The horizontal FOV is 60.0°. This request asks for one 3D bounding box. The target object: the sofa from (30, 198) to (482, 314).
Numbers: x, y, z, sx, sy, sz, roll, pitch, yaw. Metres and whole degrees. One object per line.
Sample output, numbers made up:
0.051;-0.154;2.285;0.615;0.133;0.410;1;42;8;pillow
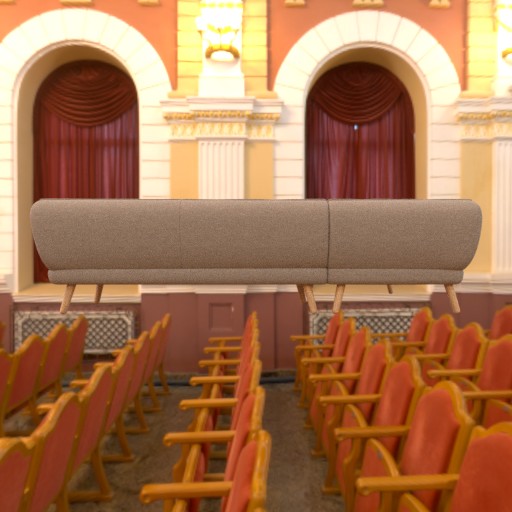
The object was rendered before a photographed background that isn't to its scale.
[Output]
0.000;0.000;3.324;2.653;0.693;1.532;0;1;0;sofa
